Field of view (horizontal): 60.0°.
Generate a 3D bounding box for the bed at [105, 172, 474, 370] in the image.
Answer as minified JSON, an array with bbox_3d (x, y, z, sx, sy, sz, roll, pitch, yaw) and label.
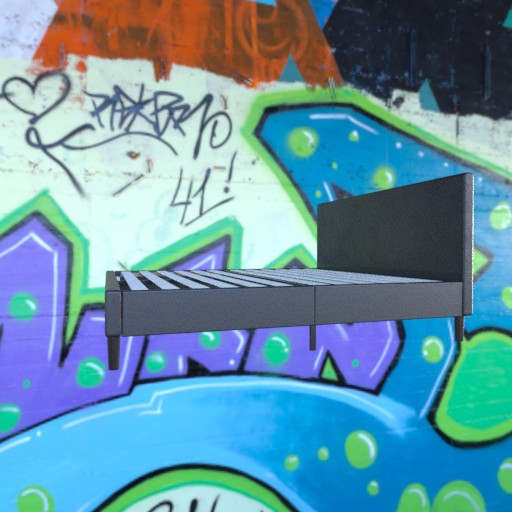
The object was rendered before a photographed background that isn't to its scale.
[{"bbox_3d":[0.000,0.000,3.346,2.152,1.046,2.018,0,1,-19],"label":"bed"}]
